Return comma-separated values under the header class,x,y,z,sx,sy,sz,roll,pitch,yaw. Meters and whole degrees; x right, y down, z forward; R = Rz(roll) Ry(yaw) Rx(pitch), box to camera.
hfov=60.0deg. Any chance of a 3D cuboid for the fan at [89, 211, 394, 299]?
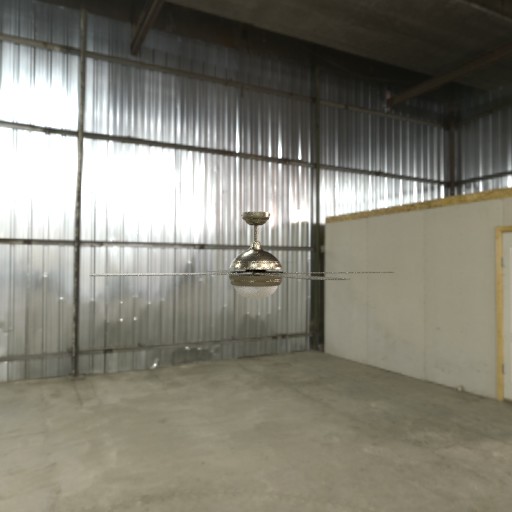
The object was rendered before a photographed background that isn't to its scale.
class,x,y,z,sx,sy,sz,roll,pitch,yaw
fan,0.000,0.000,1.966,1.321,0.381,1.321,0,-1,2
